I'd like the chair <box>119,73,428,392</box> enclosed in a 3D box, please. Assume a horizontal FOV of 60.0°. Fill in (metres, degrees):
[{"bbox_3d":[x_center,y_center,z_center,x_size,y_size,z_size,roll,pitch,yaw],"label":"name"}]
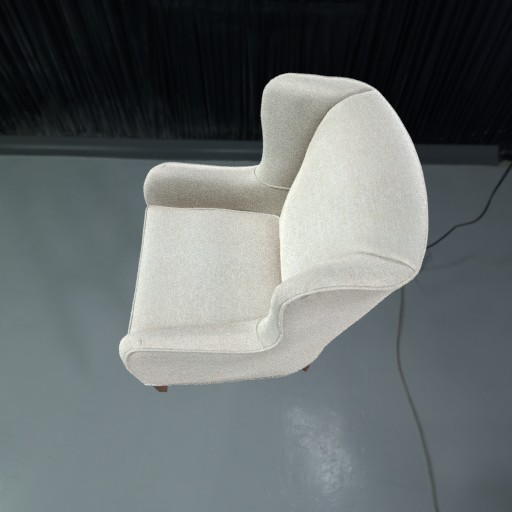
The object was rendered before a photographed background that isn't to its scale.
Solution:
[{"bbox_3d":[0.000,0.000,1.707,0.966,1.040,0.838,-1,59,0],"label":"chair"}]
